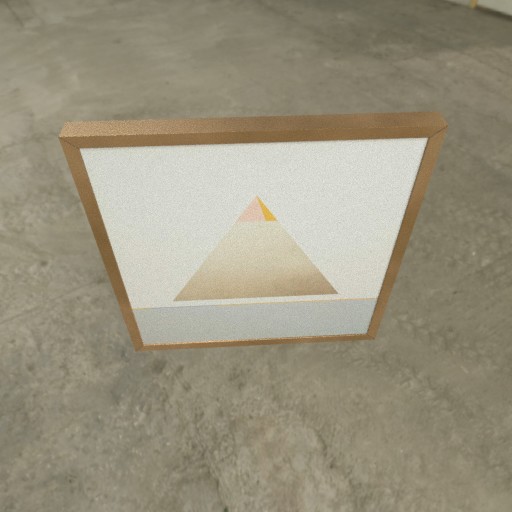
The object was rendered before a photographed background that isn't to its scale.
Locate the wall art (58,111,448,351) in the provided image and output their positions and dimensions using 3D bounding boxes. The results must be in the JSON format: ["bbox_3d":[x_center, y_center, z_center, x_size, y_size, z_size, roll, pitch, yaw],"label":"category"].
[{"bbox_3d":[0.000,0.000,0.778,0.513,0.511,0.038,-2,46,-2],"label":"wall art"}]
